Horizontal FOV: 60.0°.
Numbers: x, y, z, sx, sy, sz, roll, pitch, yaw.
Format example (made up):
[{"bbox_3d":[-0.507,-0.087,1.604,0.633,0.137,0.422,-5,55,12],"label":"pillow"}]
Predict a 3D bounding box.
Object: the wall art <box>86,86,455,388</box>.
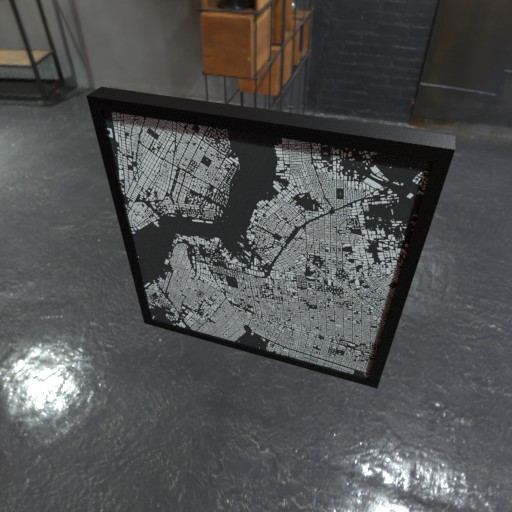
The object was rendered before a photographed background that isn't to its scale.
[{"bbox_3d":[0.000,0.000,0.761,0.506,0.506,0.038,13,43,14],"label":"wall art"}]
